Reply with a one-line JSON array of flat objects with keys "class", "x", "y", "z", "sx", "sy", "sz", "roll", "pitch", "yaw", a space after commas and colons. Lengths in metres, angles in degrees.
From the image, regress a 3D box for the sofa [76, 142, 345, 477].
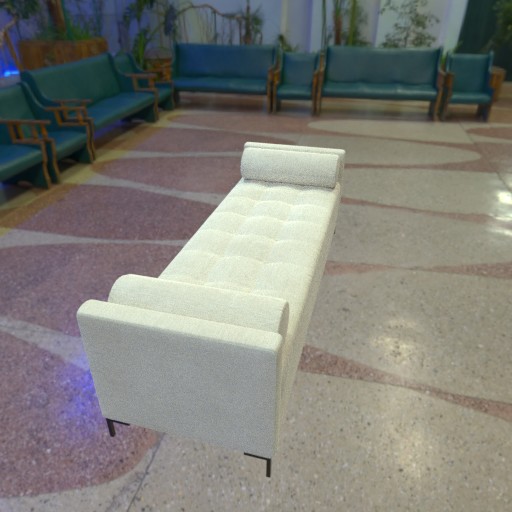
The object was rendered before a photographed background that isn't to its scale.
[{"class": "sofa", "x": 0.000, "y": 0.000, "z": 2.331, "sx": 0.686, "sy": 0.635, "sz": 1.981, "roll": 8, "pitch": 32, "yaw": 13}]
